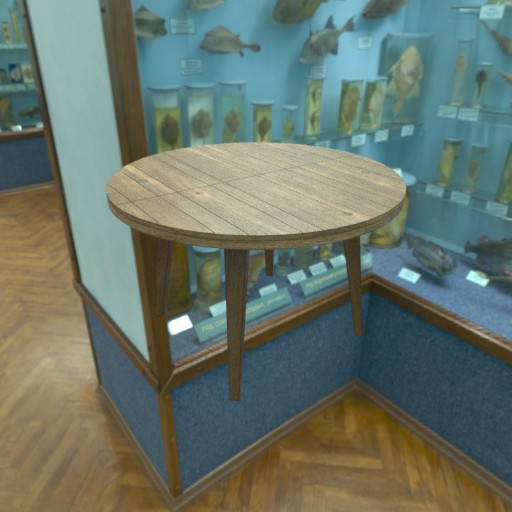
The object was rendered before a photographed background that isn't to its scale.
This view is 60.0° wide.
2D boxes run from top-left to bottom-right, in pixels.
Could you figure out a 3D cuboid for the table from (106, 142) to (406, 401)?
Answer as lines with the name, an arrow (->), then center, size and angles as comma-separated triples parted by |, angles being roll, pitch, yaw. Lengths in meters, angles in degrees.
table -> 0.000, 0.000, 2.043 | 1.213, 0.764, 1.213 | 0, 27, 0
